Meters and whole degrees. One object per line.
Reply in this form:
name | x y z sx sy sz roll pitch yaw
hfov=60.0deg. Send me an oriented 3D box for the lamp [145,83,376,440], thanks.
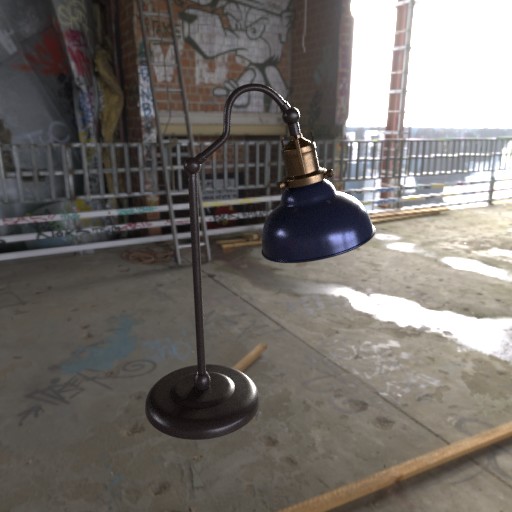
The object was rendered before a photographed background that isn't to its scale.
lamp | 0.000 0.000 0.697 0.374 0.508 0.192 -3 16 -9
